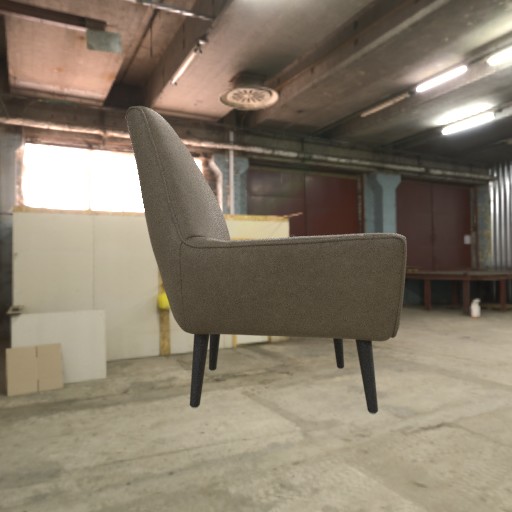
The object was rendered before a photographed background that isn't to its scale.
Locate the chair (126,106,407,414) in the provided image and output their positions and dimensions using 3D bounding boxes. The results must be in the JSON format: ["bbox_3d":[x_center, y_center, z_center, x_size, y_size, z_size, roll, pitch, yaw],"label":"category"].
[{"bbox_3d":[0.000,0.000,1.513,0.824,0.888,0.787,0,-1,1],"label":"chair"}]
